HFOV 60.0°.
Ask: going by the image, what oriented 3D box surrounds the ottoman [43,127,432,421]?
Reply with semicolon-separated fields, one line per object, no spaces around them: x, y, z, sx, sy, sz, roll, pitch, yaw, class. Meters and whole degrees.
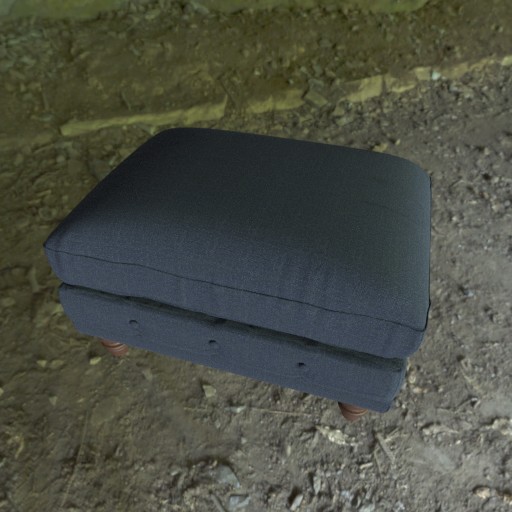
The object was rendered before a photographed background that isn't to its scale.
0.000;0.000;1.107;0.767;0.486;0.558;11;42;13;ottoman
